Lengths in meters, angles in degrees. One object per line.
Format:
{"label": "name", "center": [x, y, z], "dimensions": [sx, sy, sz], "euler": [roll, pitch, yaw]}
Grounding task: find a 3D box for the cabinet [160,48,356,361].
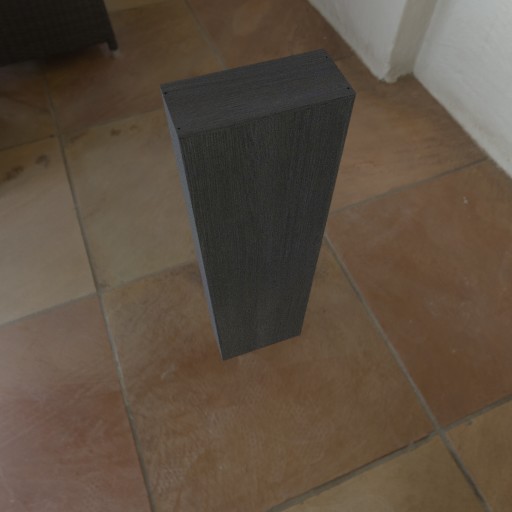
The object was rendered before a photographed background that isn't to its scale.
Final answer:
{"label": "cabinet", "center": [0.000, 0.000, 1.988], "dimensions": [0.500, 1.790, 0.230], "euler": [-17, 60, -10]}
